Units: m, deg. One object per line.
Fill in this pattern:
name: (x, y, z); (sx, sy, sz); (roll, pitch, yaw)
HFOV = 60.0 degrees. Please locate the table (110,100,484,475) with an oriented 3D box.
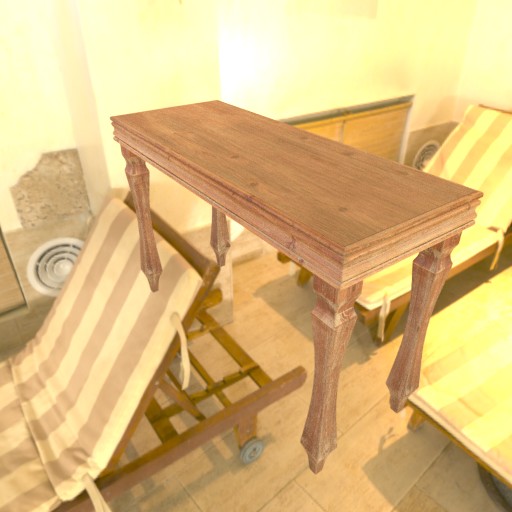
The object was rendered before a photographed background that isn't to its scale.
table: (0.000, 0.000, 1.724); (0.522, 0.873, 1.330); (-21, 38, -30)
